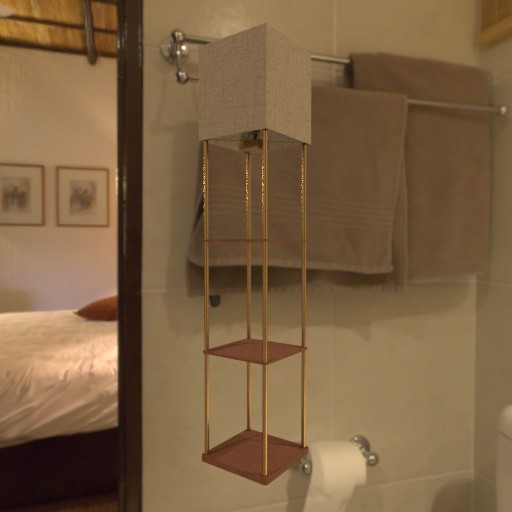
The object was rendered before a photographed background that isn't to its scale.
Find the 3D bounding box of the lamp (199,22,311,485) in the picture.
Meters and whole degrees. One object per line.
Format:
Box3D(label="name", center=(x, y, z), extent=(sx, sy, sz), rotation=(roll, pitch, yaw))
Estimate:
Box3D(label="lamp", center=(0.000, 0.000, 1.713), extent=(0.310, 1.569, 0.308), rotation=(1, 2, 36))
